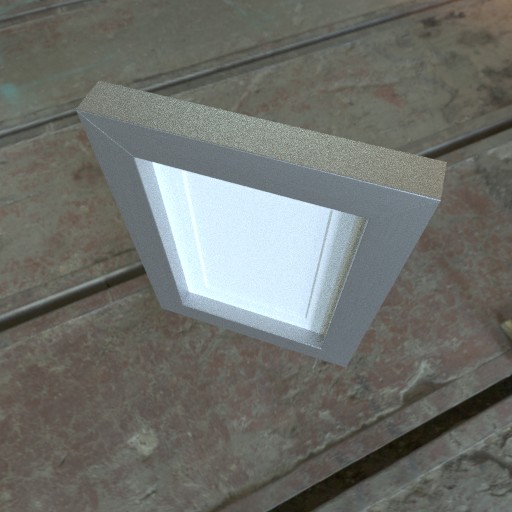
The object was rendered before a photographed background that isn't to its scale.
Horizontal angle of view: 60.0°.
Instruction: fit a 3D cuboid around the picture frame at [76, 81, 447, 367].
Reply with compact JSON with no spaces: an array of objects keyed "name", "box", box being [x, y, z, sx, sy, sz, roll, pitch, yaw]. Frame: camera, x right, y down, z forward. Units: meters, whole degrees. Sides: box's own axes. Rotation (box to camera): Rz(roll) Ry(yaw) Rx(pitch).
[{"name":"picture frame","box":[0.000,0.000,0.276,0.157,0.208,0.028,16,60,10]}]
